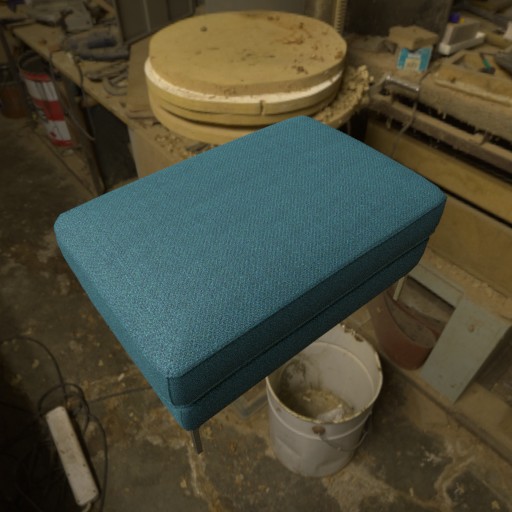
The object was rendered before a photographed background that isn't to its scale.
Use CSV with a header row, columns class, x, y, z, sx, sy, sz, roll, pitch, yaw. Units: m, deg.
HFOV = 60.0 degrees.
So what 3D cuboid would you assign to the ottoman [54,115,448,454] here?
class,x,y,z,sx,sy,sz,roll,pitch,yaw
ottoman,0.000,0.000,1.211,0.856,0.498,0.563,-30,52,-27
